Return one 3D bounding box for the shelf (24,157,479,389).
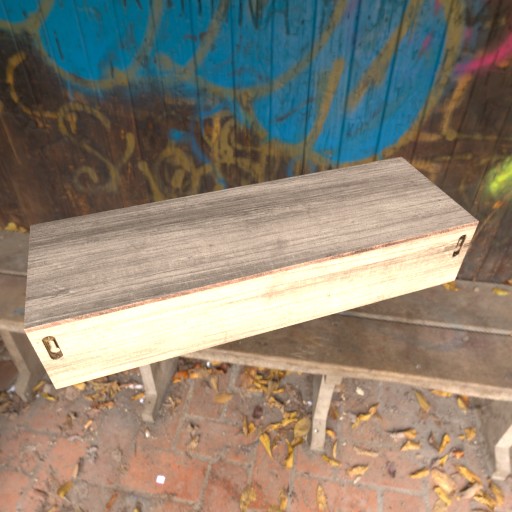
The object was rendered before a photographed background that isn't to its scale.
[{"bbox_3d":[0.000,0.000,0.675,0.610,0.125,0.200,-13,43,-14],"label":"shelf"}]
